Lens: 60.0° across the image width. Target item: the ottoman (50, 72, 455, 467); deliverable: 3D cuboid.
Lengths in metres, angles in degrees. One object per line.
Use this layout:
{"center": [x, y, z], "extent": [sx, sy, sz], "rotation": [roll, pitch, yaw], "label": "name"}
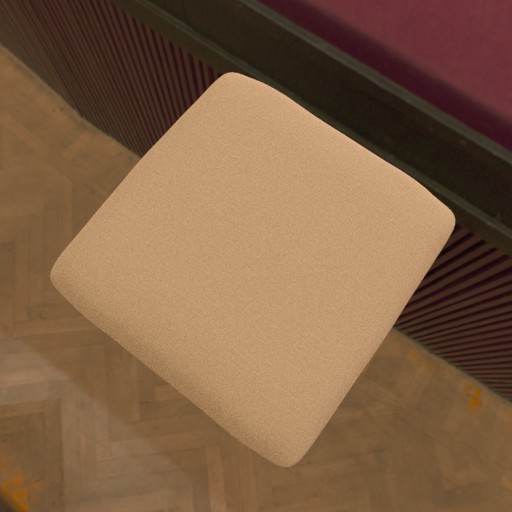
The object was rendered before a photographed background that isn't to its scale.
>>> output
{"center": [0.000, 0.000, 1.536], "extent": [0.977, 0.467, 0.996], "rotation": [36, 78, 9], "label": "ottoman"}
